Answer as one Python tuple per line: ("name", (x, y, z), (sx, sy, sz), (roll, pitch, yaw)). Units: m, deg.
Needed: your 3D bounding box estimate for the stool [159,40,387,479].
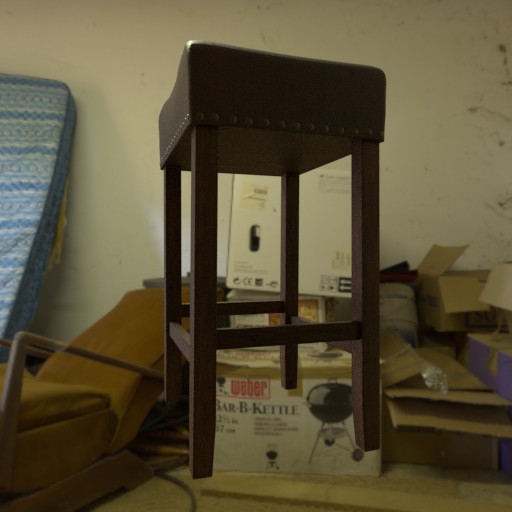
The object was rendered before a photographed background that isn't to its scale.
("stool", (0.000, 0.000, 1.033), (0.401, 0.769, 0.465), (0, 1, -18))
